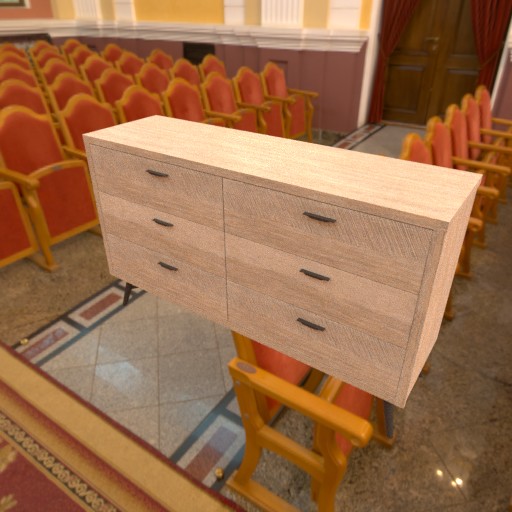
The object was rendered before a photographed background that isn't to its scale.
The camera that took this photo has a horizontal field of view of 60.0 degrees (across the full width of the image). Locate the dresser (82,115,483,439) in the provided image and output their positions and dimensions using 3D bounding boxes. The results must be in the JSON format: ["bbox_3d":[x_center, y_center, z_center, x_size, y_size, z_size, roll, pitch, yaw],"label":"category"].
[{"bbox_3d":[0.000,0.000,1.920,1.524,0.914,0.457,19,35,29],"label":"dresser"}]
